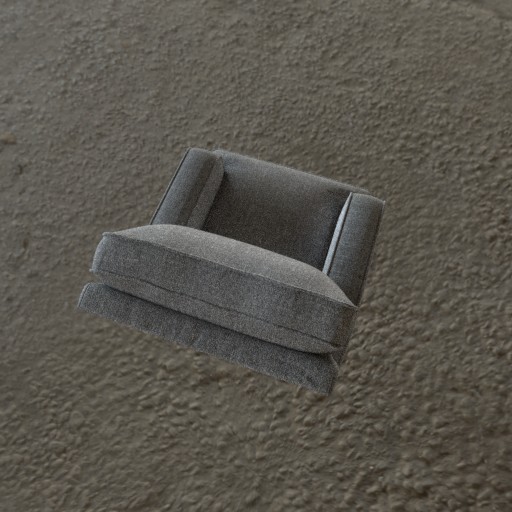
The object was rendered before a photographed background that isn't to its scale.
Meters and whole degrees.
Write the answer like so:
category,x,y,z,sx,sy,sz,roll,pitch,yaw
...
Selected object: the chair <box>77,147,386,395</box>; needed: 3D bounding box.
category,x,y,z,sx,sy,sz,roll,pitch,yaw
chair,0.000,0.000,1.706,0.861,0.962,0.964,17,65,8
